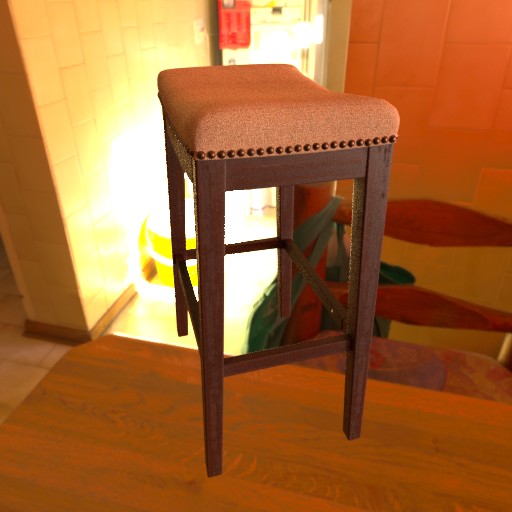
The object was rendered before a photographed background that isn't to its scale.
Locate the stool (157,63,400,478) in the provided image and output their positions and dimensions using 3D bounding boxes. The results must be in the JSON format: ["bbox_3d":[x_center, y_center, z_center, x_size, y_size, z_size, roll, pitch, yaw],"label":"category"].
[{"bbox_3d":[0.000,0.000,1.015,0.363,0.768,0.509,-8,31,-14],"label":"stool"}]
